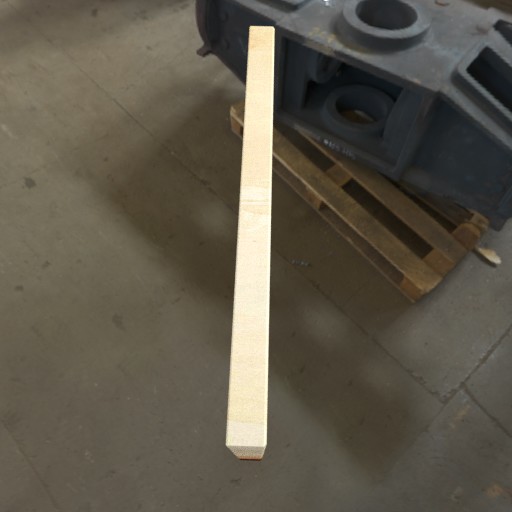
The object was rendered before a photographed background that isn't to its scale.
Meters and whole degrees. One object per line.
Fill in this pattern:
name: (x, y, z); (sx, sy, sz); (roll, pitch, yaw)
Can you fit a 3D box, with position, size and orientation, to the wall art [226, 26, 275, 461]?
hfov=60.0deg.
wall art: (0.000, 0.000, 0.745); (0.040, 0.402, 0.613); (2, 64, 1)
